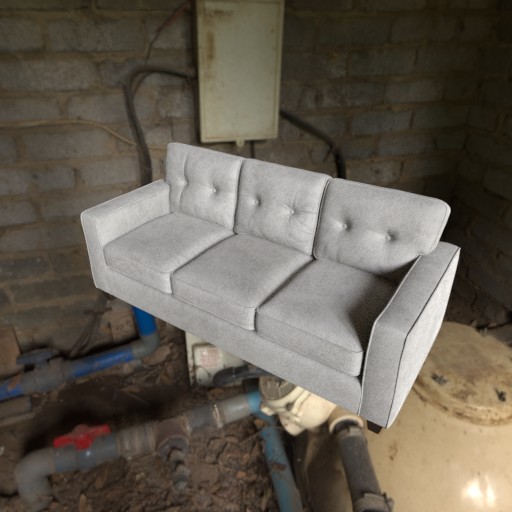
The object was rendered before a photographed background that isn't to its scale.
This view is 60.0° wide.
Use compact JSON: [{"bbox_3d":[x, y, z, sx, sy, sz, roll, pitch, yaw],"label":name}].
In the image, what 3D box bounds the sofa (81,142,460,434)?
[{"bbox_3d":[0.000,0.000,2.705,2.133,0.965,0.939,19,35,29],"label":"sofa"}]
